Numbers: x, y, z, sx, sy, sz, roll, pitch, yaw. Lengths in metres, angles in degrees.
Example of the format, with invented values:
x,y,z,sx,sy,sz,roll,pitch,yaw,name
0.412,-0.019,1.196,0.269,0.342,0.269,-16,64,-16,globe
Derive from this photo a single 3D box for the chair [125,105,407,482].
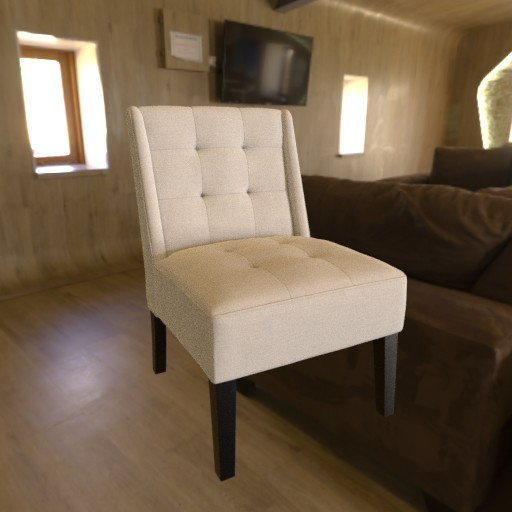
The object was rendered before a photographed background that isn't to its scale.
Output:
x,y,z,sx,sy,sz,roll,pitch,yaw,name
0.000,0.000,1.299,0.569,0.853,0.676,-8,18,-27,chair
